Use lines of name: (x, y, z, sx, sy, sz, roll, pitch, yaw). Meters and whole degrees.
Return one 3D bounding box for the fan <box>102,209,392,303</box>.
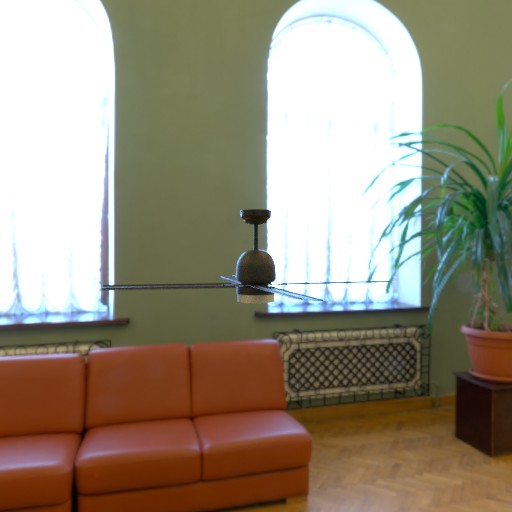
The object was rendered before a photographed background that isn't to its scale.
fan: (0.000, 0.000, 2.005, 1.319, 0.410, 1.319, 0, 1, -17)
